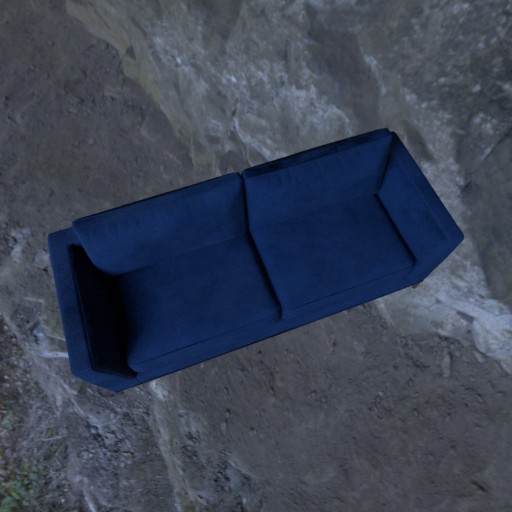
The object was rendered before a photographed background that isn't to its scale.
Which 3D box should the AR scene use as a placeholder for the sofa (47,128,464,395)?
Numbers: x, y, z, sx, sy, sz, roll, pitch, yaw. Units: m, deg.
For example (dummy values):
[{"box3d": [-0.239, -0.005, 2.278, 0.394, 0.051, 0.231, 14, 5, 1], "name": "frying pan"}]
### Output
[{"box3d": [0.000, 0.000, 2.705, 2.212, 0.998, 0.853, -18, 65, -9], "name": "sofa"}]
